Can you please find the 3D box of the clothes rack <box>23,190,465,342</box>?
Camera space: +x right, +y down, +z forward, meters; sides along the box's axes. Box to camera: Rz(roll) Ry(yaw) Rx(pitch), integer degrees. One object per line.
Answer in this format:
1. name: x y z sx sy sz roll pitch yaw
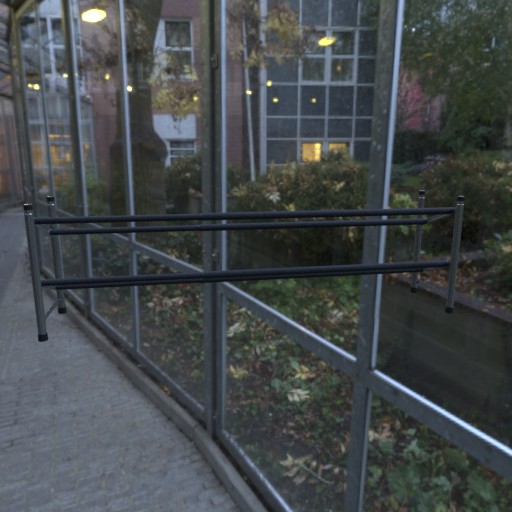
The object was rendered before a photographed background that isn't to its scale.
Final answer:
1. clothes rack: 0.000 0.000 1.294 1.168 0.349 0.229 -2 13 -10
